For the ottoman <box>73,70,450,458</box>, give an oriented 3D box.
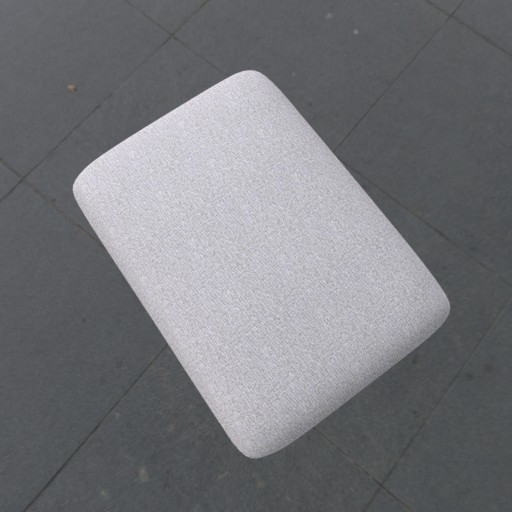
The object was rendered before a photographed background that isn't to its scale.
[{"bbox_3d":[0.000,0.000,1.101,0.568,0.420,0.772,-35,78,-8],"label":"ottoman"}]
